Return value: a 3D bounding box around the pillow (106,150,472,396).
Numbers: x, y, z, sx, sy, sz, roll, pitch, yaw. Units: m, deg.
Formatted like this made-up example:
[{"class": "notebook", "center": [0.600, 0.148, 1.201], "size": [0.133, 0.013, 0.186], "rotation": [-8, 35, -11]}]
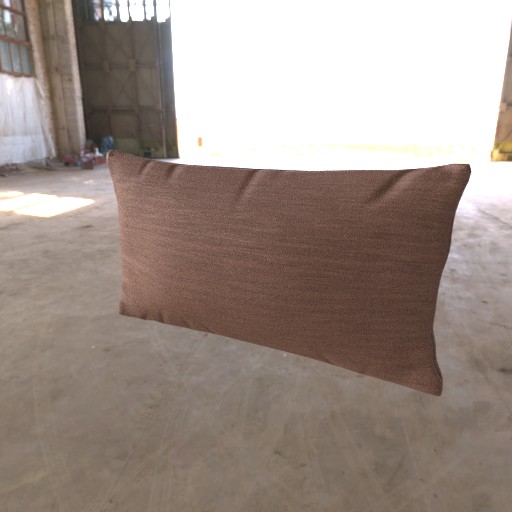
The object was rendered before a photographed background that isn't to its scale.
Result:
[{"class": "pillow", "center": [0.000, 0.000, 0.757], "size": [0.633, 0.338, 0.210], "rotation": [9, 19, 26]}]
